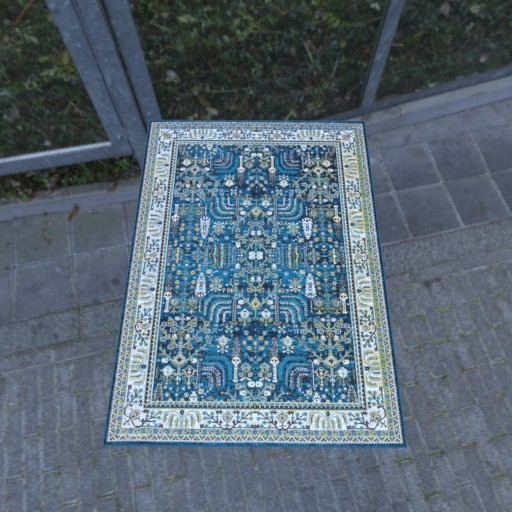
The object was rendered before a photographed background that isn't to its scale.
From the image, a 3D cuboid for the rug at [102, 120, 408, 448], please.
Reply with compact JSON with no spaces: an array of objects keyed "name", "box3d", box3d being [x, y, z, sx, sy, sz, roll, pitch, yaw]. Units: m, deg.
[{"name":"rug","box3d":[0.000,0.000,2.793,1.594,0.013,2.213,0,64,0]}]
